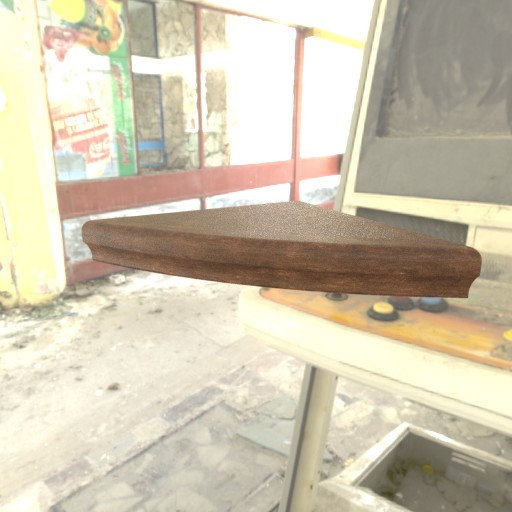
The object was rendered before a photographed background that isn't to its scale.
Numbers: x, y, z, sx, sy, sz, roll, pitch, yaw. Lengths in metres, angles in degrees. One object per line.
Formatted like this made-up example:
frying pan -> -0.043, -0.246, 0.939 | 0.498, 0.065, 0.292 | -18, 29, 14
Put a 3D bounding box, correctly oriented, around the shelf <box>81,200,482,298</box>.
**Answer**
shelf -> 0.000, 0.000, 0.473 | 0.310, 0.050, 0.310 | -9, 19, -27
